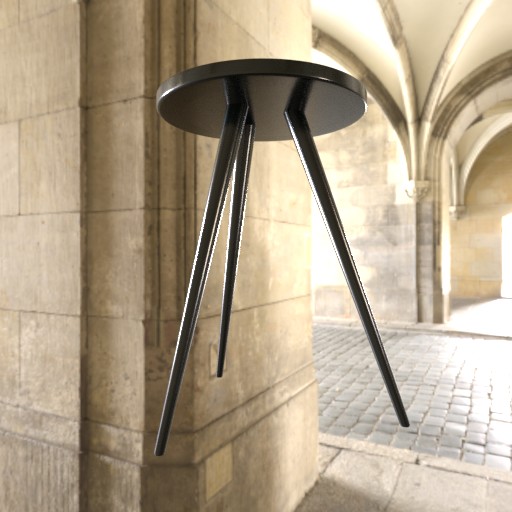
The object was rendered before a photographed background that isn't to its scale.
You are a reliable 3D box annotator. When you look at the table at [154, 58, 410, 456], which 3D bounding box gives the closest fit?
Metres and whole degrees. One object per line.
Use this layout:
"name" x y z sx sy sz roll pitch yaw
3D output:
"table" 0.000 0.000 0.818 0.403 0.548 0.415 0 0 -19
